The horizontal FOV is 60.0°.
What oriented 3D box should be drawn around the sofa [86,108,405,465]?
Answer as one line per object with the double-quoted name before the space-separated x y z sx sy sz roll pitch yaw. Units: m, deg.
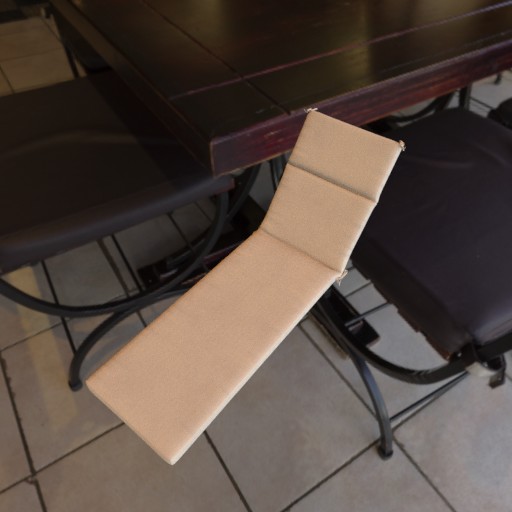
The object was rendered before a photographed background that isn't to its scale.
"sofa" 0.000 0.000 1.997 0.582 0.622 1.663 30 54 25
